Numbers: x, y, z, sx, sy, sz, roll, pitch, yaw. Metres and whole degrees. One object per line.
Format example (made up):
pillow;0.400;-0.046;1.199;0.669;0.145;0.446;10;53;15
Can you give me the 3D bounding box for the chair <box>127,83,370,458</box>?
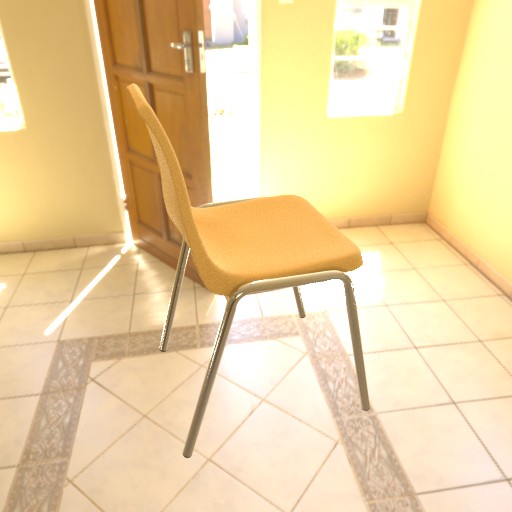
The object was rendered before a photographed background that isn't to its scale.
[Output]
chair;0.000;0.000;0.945;0.436;0.704;0.381;-10;32;-16
